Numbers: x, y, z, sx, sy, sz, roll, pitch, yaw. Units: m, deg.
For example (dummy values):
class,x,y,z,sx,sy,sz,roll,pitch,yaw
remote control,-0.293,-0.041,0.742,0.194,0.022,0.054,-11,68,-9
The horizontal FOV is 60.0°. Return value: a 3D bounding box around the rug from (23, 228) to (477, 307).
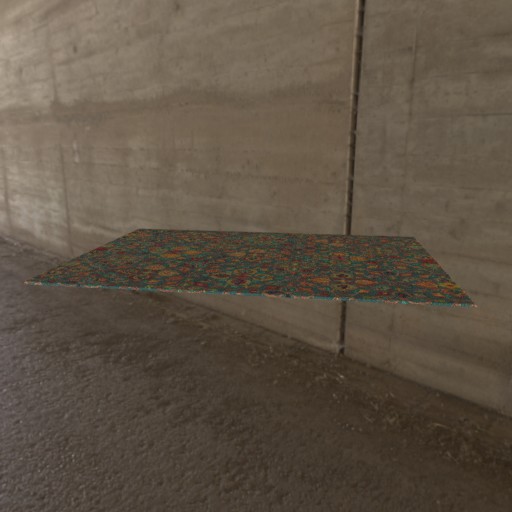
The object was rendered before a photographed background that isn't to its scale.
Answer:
class,x,y,z,sx,sy,sz,roll,pitch,yaw
rug,0.000,0.000,2.929,2.290,0.016,1.527,2,15,9
